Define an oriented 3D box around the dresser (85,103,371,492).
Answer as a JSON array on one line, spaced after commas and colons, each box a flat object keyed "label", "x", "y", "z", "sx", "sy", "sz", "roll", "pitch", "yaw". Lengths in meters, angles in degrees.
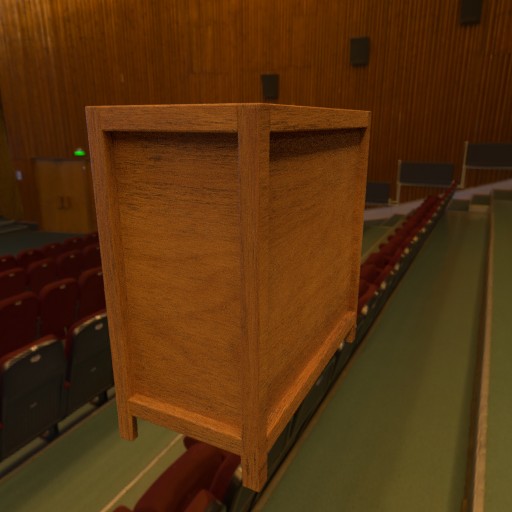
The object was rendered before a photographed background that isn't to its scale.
[{"label": "dresser", "x": 0.000, "y": 0.000, "z": 1.280, "sx": 0.427, "sy": 0.804, "sz": 0.804, "roll": 8, "pitch": 19, "yaw": 26}]
